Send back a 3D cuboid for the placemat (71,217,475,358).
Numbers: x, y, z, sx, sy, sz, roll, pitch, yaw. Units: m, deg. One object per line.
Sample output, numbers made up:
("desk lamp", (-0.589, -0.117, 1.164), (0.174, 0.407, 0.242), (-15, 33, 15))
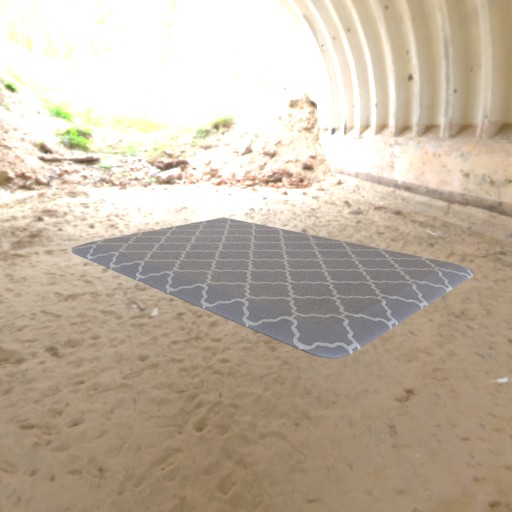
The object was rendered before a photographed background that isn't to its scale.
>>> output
("placemat", (0.000, 0.000, 0.966), (0.762, 0.021, 0.508), (15, 22, 42))
